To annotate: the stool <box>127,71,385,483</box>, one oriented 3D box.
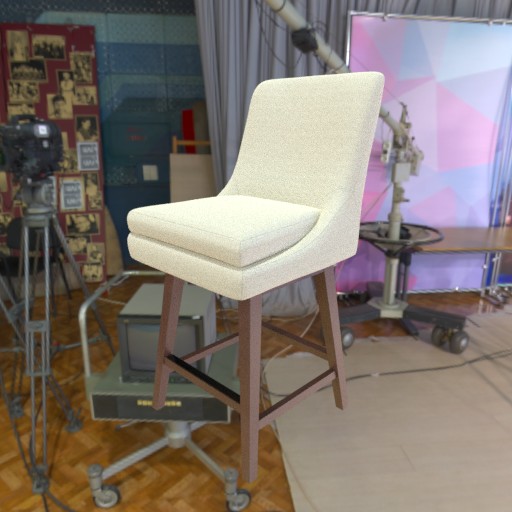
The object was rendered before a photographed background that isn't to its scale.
[{"bbox_3d":[0.000,0.000,1.270,0.483,0.991,0.559,16,23,42],"label":"stool"}]
